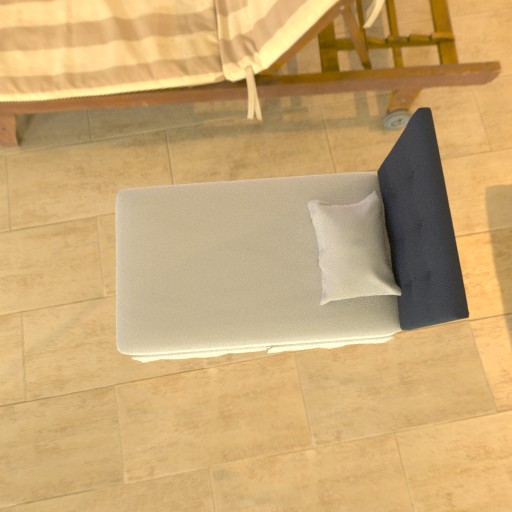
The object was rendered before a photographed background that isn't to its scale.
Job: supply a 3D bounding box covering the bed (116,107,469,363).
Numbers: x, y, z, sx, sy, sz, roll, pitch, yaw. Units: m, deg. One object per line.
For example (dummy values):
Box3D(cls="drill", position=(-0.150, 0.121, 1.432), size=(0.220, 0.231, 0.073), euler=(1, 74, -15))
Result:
Box3D(cls="bed", position=(0.000, 0.000, 2.978), size=(1.997, 1.571, 1.261), euler=(-4, 77, -1))
